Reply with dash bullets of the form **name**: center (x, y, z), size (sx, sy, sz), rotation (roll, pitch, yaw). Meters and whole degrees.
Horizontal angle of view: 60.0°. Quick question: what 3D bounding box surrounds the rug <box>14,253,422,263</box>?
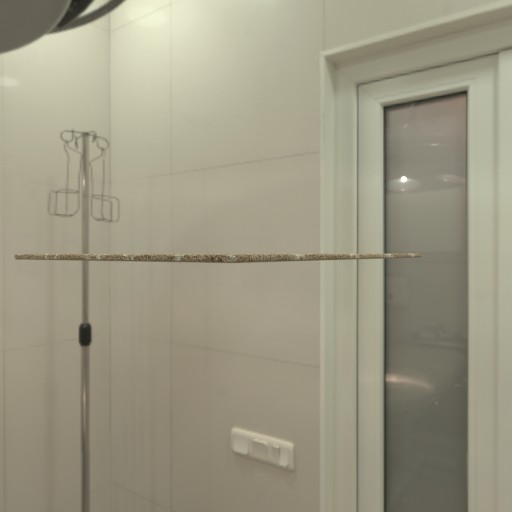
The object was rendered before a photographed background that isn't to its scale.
- **rug**: center (0.000, 0.000, 2.971), size (1.524, 0.030, 2.438), rotation (0, 0, 35)
